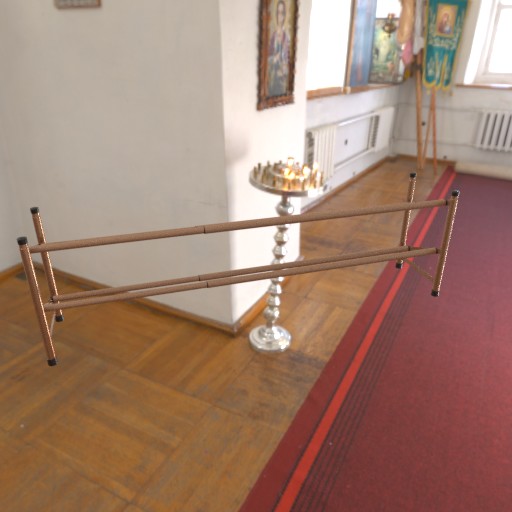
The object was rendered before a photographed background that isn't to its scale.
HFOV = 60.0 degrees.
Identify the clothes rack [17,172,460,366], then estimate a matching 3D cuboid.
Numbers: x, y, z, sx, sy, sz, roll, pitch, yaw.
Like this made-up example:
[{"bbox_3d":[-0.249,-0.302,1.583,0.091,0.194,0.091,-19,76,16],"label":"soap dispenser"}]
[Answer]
[{"bbox_3d":[0.000,0.000,1.292,1.168,0.349,0.229,-8,27,-15],"label":"clothes rack"}]
